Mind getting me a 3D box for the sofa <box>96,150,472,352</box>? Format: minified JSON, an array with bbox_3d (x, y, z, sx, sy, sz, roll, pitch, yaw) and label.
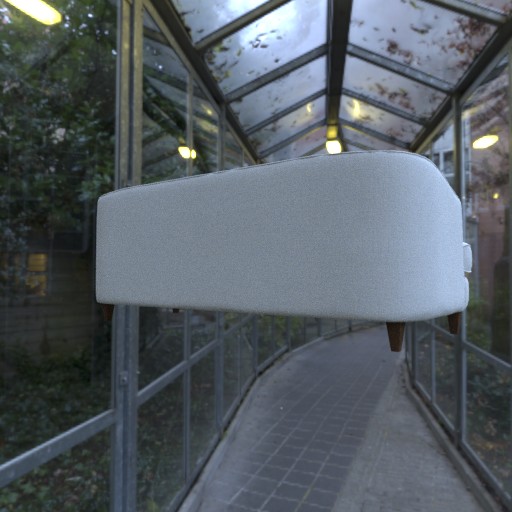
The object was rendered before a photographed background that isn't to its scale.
[{"bbox_3d":[0.000,0.000,2.710,2.278,0.855,0.941,-2,-3,36],"label":"sofa"}]
